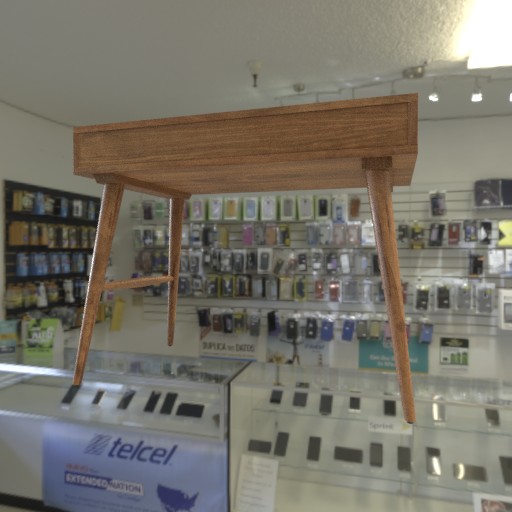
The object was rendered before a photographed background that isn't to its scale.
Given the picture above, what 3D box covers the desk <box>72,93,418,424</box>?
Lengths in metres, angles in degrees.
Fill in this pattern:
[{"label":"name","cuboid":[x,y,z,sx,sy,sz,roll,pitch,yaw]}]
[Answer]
[{"label":"desk","cuboid":[0.000,0.000,1.422,0.949,0.758,0.588,0,1,17]}]
